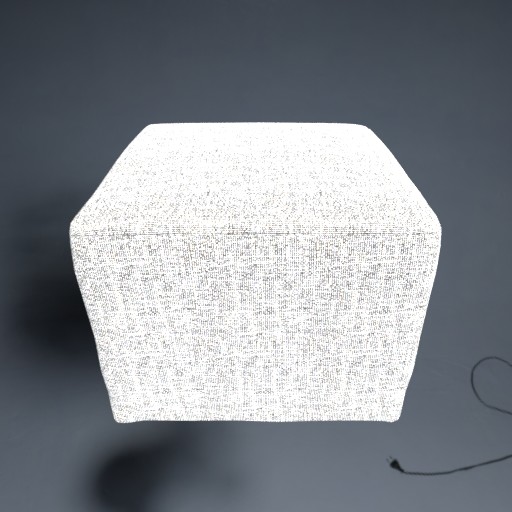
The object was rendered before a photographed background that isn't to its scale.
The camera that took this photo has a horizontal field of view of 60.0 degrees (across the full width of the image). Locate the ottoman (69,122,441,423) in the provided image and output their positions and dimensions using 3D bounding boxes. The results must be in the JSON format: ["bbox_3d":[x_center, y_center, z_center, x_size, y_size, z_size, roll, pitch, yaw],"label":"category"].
[{"bbox_3d":[0.000,0.000,0.898,0.521,0.453,0.512,0,32,0],"label":"ottoman"}]
